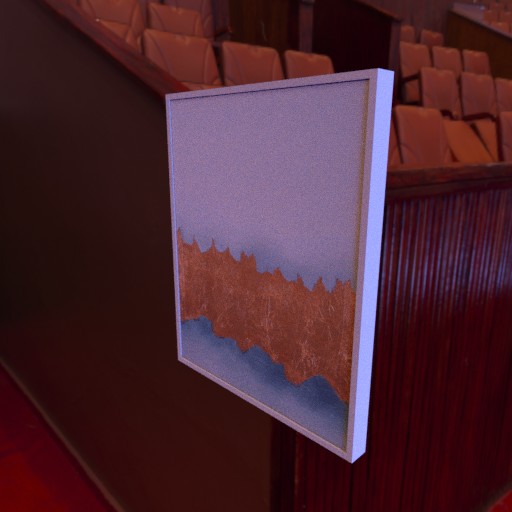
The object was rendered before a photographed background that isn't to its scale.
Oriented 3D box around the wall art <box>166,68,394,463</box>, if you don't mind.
[{"bbox_3d":[0.000,0.000,0.765,0.039,0.553,0.451,-14,20,-43],"label":"wall art"}]
